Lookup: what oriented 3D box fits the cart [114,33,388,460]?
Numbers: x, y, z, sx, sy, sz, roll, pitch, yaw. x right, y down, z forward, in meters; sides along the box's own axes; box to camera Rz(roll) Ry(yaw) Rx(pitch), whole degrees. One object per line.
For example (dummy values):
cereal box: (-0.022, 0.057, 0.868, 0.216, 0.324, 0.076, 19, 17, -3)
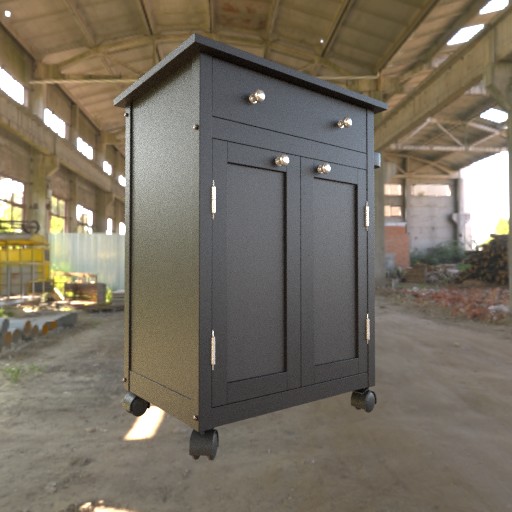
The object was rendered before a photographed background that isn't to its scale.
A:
cart: (0.000, 0.000, 1.260, 0.660, 0.879, 0.456, 1, -2, -38)
